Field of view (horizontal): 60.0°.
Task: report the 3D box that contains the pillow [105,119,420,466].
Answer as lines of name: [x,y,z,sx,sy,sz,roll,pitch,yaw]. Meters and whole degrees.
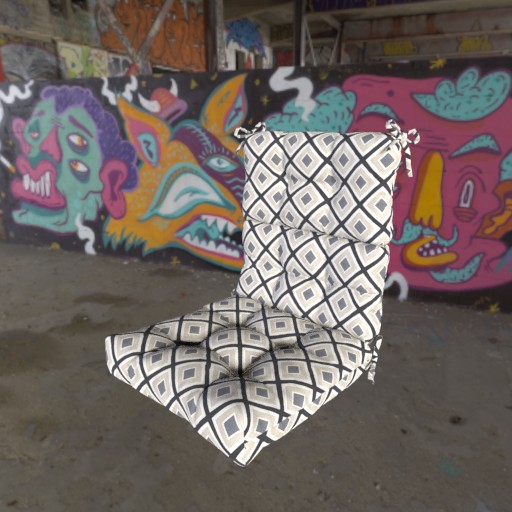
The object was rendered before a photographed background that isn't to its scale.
pillow: [0.000,0.000,1.024,0.519,0.605,0.571,15,22,41]
